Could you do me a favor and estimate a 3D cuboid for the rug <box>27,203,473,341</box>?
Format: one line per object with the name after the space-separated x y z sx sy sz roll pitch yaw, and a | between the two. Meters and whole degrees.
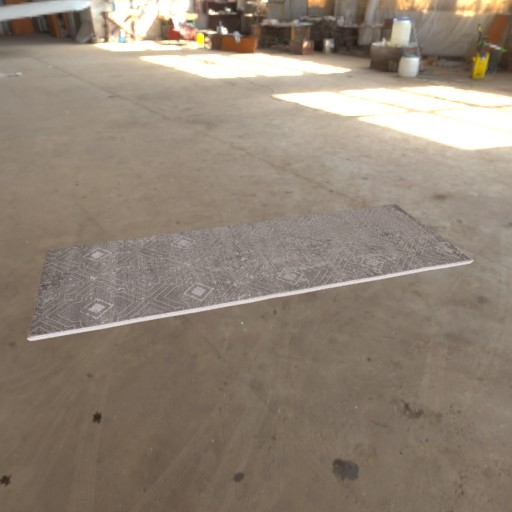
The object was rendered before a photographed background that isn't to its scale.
0.000 0.000 2.610 2.381 0.035 0.832 -9 32 -14 | rug
